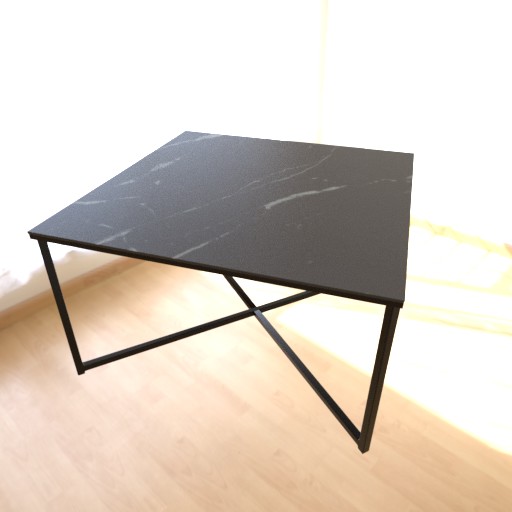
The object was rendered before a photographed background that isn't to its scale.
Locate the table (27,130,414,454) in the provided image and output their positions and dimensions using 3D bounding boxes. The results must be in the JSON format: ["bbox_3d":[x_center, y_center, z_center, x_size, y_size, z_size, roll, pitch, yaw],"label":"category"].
[{"bbox_3d":[0.000,0.000,1.311,0.800,0.450,0.800,10,33,15],"label":"table"}]
